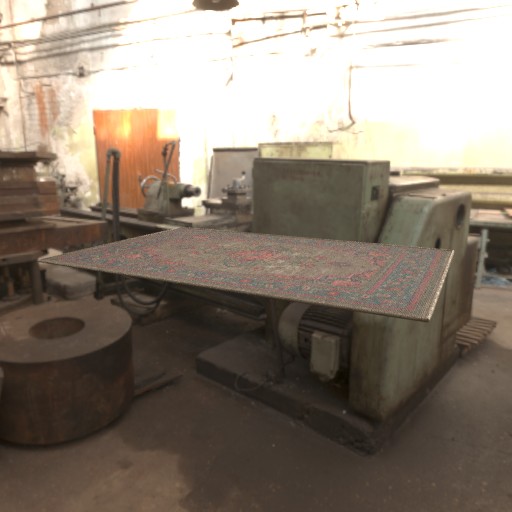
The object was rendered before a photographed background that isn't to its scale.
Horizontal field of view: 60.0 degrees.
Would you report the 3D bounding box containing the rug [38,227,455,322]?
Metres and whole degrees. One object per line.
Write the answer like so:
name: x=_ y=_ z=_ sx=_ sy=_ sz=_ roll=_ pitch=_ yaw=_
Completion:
rug: x=0.000 y=0.000 z=2.205 sx=1.748 sy=0.014 sz=1.144 roll=6 pitch=14 yaw=26
